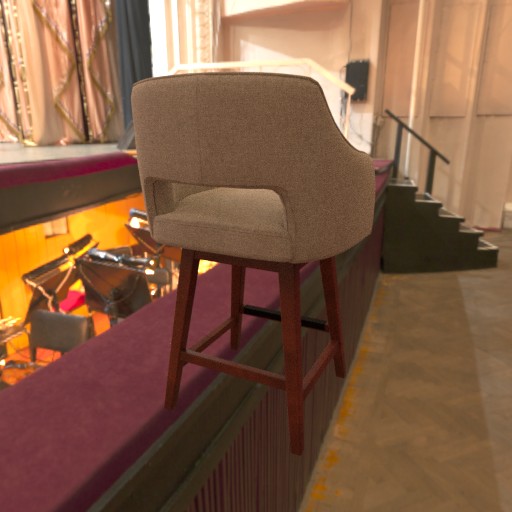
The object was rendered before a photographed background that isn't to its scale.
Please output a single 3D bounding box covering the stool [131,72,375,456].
[{"bbox_3d":[0.000,0.000,1.283,0.599,0.944,0.558,9,19,25],"label":"stool"}]
